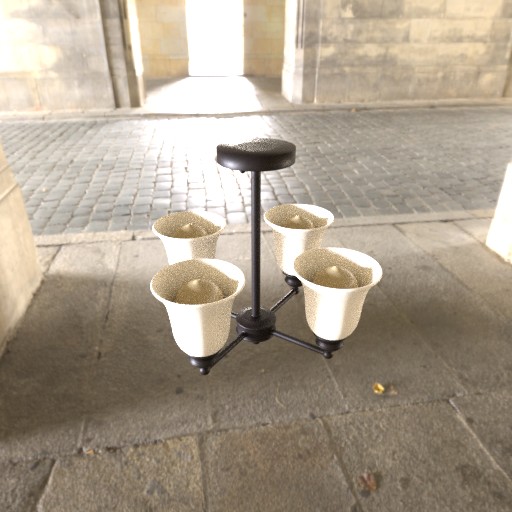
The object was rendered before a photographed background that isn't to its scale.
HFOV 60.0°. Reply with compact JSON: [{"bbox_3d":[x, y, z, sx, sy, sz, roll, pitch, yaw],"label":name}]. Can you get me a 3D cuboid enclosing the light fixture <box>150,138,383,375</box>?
[{"bbox_3d":[0.000,0.000,1.878,1.069,0.925,1.069,17,32,30],"label":"light fixture"}]
